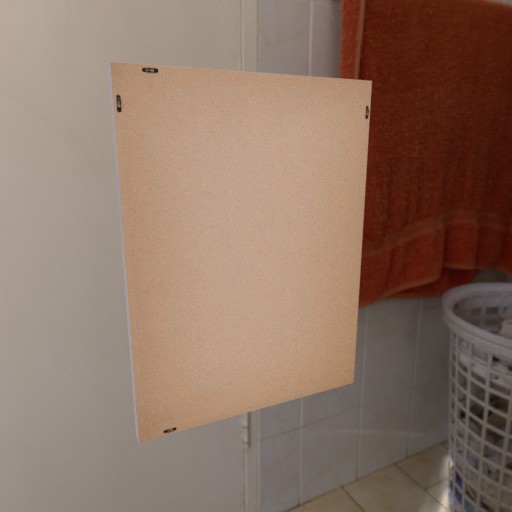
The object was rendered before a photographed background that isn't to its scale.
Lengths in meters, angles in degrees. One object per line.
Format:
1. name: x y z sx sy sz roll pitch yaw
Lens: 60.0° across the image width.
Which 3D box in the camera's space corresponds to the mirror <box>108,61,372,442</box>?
1. mirror: 0.000 0.000 1.320 0.762 1.016 0.041 -7 16 -25
